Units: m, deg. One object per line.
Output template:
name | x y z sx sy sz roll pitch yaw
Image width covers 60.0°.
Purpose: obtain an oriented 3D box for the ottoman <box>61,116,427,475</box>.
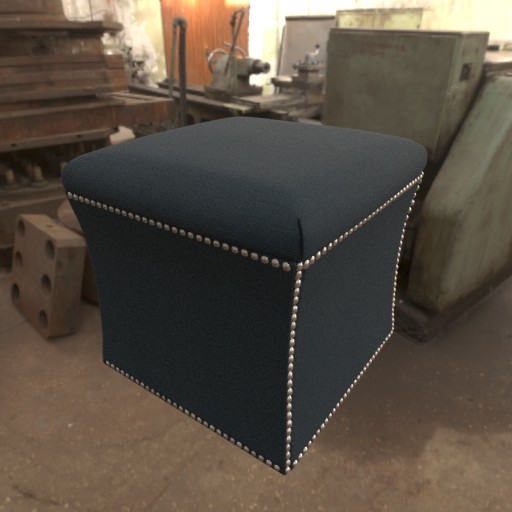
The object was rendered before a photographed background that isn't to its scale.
ottoman | 0.000 0.000 0.893 0.497 0.475 0.507 18 32 31
